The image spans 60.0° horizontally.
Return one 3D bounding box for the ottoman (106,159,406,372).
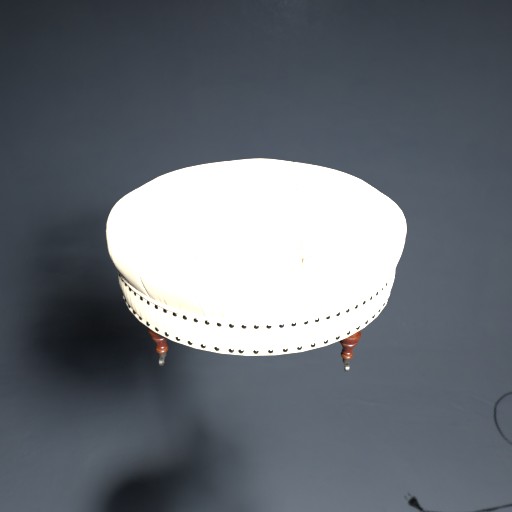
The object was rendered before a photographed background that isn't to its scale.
[{"bbox_3d":[0.000,0.000,1.418,0.901,0.439,0.901,0,28,0],"label":"ottoman"}]
